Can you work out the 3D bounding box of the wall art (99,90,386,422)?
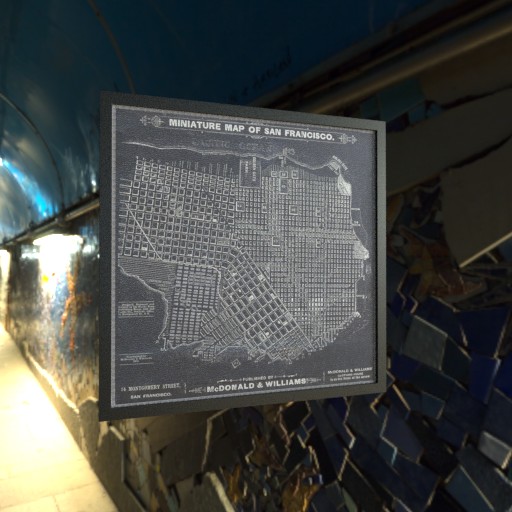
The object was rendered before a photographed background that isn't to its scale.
[{"bbox_3d":[0.000,0.000,1.211,0.807,0.807,0.022,0,-1,-18],"label":"wall art"}]
